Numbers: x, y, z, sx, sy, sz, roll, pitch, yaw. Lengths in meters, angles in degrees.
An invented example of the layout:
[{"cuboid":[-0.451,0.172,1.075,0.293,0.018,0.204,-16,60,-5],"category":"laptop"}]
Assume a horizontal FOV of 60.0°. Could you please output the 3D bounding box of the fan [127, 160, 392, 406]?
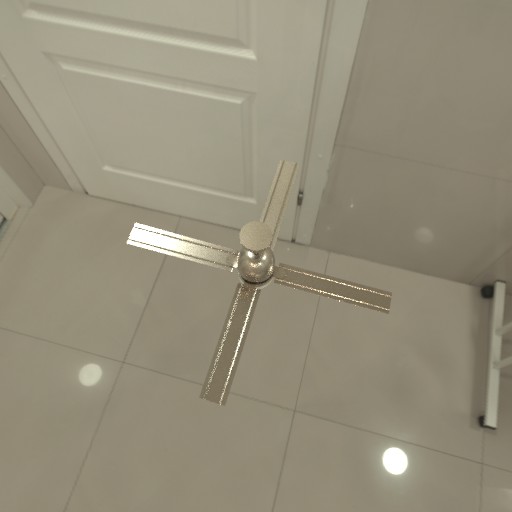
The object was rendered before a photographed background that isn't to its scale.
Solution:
[{"cuboid":[0.000,0.000,2.093,1.346,0.406,1.346,14,65,6],"category":"fan"}]
